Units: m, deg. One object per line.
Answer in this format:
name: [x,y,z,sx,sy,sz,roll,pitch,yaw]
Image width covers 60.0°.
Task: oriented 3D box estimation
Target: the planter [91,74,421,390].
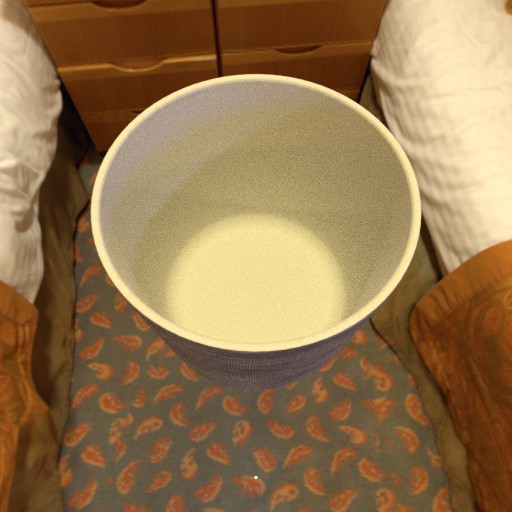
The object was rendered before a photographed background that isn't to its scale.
planter: [0.000,0.000,0.774,0.440,0.398,0.440,0,63,0]
